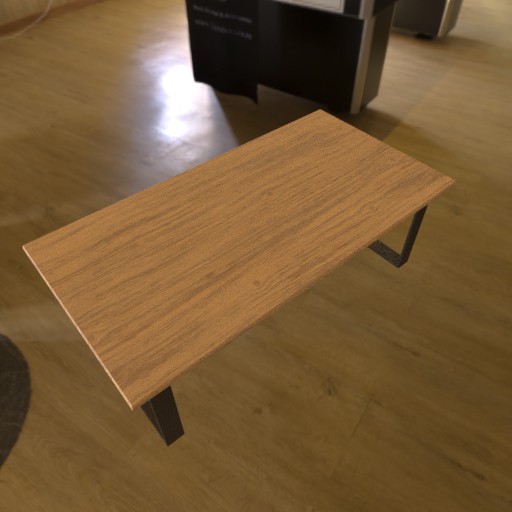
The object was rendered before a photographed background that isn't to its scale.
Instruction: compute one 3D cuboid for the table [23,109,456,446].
[{"bbox_3d":[0.000,0.000,1.656,1.331,0.445,0.693,-31,54,-26],"label":"table"}]
